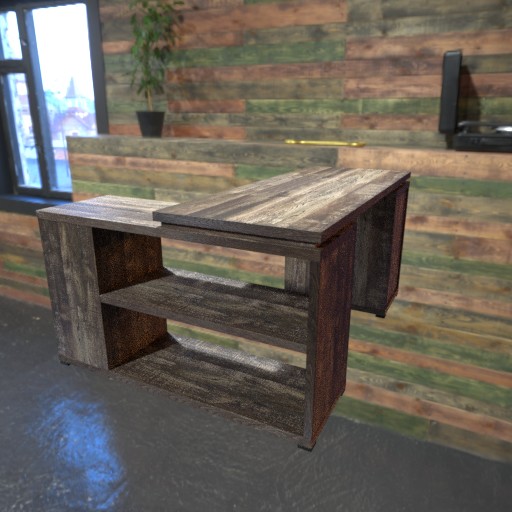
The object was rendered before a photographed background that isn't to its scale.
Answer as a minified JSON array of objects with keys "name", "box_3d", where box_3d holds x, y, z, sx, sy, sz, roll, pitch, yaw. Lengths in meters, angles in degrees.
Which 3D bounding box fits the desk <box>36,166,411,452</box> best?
[{"name":"desk","box_3d":[0.000,0.000,2.258,1.200,0.753,1.524,9,20,26]}]
